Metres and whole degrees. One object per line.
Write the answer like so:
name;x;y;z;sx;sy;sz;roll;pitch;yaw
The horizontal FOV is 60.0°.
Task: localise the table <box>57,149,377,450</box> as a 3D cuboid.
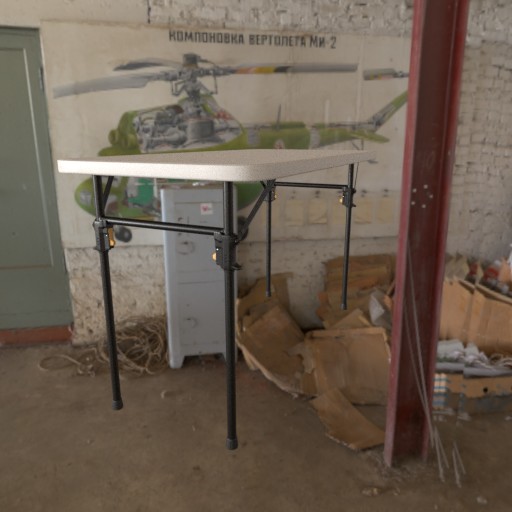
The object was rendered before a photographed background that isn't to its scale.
table;0.000;0.000;1.621;0.610;0.729;1.219;7;17;25
